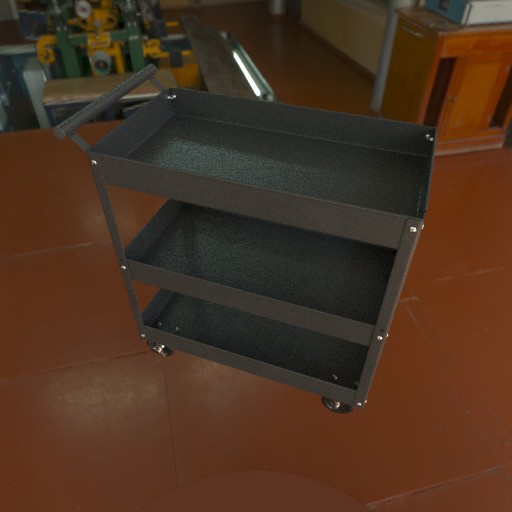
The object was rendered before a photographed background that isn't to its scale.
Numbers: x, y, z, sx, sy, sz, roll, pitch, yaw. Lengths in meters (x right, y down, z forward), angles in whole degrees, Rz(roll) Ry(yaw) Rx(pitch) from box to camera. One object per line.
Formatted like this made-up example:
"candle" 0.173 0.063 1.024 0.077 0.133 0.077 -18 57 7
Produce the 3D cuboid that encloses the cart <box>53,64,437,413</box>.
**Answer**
"cart" 0.000 0.000 1.165 0.719 0.780 0.366 14 44 15
